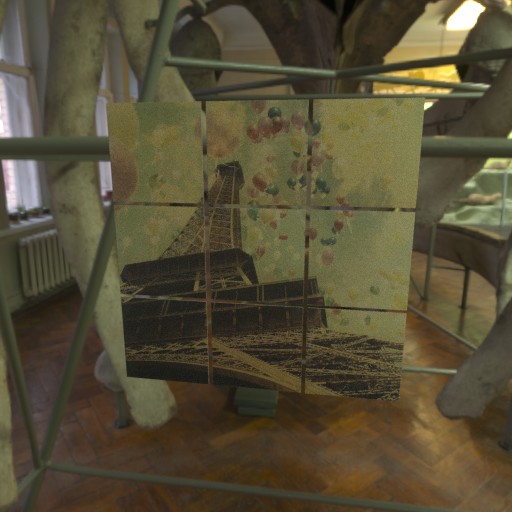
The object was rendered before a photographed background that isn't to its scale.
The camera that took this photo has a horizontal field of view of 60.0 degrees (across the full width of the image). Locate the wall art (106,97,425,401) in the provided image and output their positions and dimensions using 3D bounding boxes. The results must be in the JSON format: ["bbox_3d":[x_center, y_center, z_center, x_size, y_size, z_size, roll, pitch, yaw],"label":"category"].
[{"bbox_3d":[0.000,0.000,2.264,1.517,1.505,0.002,2,14,9],"label":"wall art"}]
